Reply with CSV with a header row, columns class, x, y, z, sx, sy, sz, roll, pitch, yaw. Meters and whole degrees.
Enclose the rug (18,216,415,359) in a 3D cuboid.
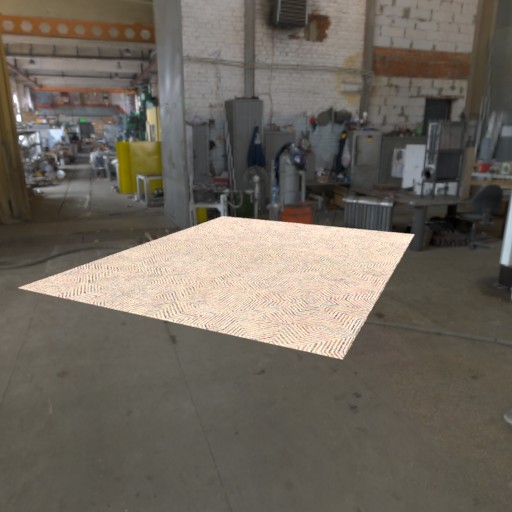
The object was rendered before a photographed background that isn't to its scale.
class,x,y,z,sx,sy,sz,roll,pitch,yaw
rug,0.000,0.000,4.091,2.442,0.008,3.046,8,18,24
